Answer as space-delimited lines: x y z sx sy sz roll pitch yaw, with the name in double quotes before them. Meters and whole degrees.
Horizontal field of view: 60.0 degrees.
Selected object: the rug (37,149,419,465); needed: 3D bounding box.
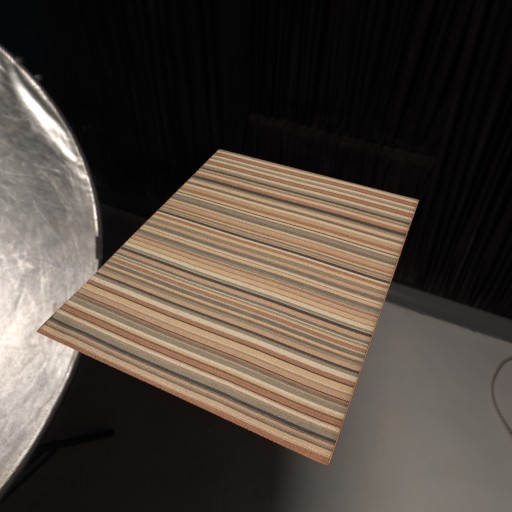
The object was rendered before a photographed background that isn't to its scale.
"rug" 0.000 0.000 4.136 2.436 0.011 3.045 18 47 18
